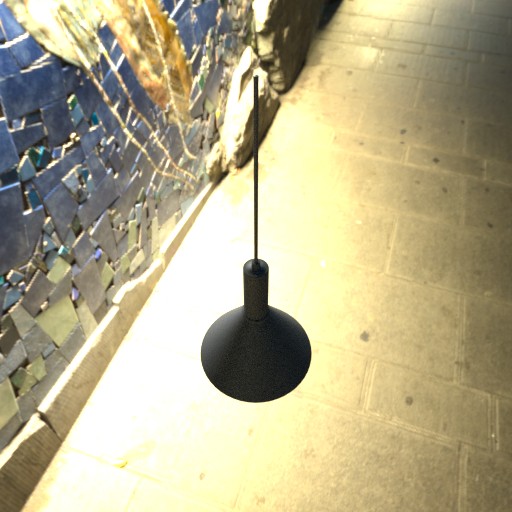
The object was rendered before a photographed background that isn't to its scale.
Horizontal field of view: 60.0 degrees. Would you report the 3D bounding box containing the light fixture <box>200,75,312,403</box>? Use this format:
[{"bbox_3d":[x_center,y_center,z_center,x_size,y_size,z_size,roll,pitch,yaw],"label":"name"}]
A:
[{"bbox_3d":[0.000,0.000,0.822,0.267,0.683,0.267,25,52,22],"label":"light fixture"}]
